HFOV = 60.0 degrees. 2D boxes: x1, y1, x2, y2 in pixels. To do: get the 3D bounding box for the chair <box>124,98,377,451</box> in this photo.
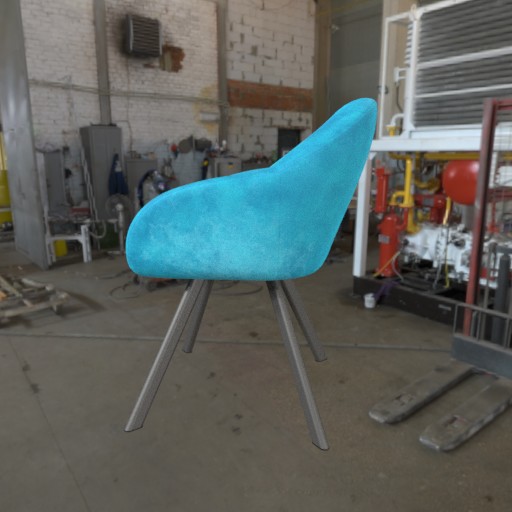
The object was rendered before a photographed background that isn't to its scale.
[{"bbox_3d":[0.000,0.000,1.195,0.590,0.795,0.550,2,13,8],"label":"chair"}]
